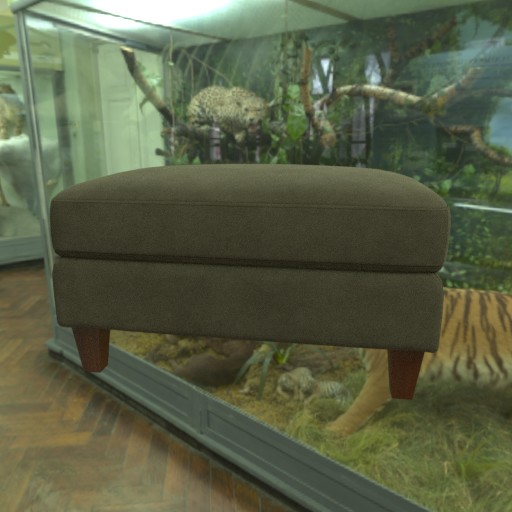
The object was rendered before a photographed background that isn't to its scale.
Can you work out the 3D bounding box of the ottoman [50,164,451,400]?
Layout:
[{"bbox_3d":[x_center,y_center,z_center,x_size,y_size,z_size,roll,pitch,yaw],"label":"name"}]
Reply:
[{"bbox_3d":[0.000,0.000,1.202,0.864,0.483,0.584,2,15,9],"label":"ottoman"}]
